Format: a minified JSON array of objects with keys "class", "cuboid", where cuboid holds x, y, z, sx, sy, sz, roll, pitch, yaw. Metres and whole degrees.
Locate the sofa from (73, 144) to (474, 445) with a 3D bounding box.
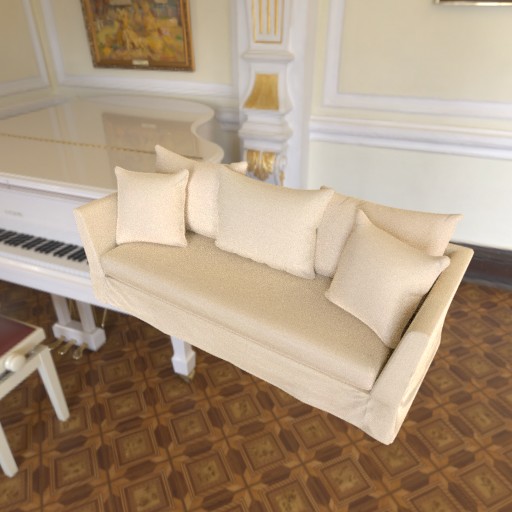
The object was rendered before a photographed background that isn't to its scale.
[{"class":"sofa","cuboid":[0.000,0.000,2.994,2.484,1.042,1.030,19,35,29]}]
